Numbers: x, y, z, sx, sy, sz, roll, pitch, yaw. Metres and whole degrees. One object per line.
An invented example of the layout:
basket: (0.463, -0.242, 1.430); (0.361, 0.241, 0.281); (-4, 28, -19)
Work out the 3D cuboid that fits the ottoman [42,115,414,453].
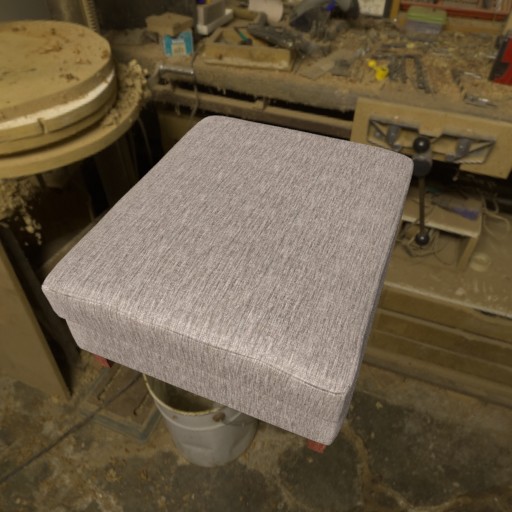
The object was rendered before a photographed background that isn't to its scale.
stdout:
ottoman: (0.000, 0.000, 1.485); (0.839, 0.492, 0.994); (16, 48, 15)
